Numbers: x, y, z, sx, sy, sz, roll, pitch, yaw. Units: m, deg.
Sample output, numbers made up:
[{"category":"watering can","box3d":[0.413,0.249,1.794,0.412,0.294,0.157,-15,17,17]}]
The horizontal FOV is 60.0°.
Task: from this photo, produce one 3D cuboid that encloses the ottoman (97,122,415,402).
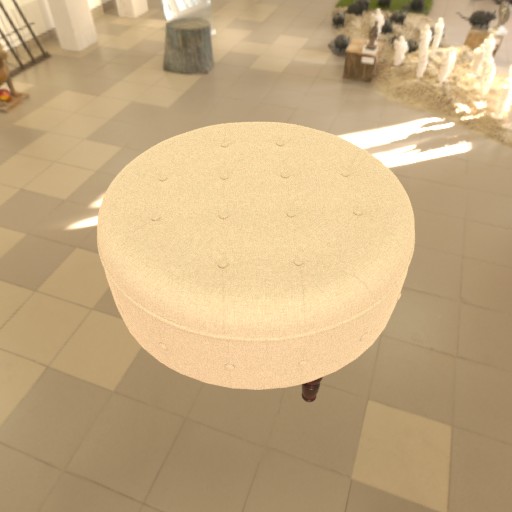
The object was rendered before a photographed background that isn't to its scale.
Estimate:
[{"category":"ottoman","box3d":[0.000,0.000,1.337,0.848,0.494,0.848,0,45,0]}]
